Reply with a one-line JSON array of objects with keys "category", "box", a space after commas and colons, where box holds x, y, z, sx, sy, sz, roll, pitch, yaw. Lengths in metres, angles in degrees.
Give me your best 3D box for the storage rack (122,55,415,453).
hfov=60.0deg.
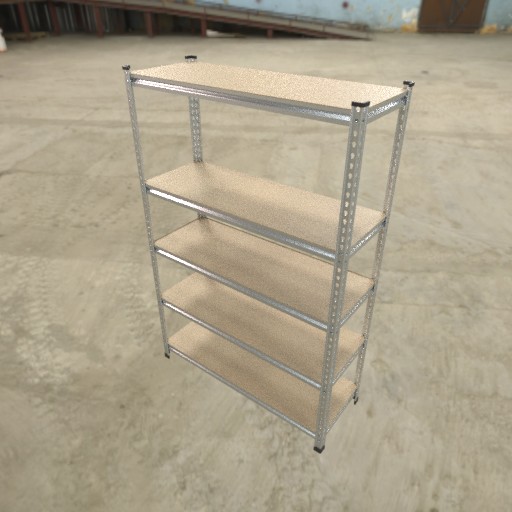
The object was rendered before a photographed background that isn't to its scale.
[{"category": "storage rack", "box": [0.000, 0.000, 2.368, 1.219, 1.829, 0.457, 22, 38, 31]}]
